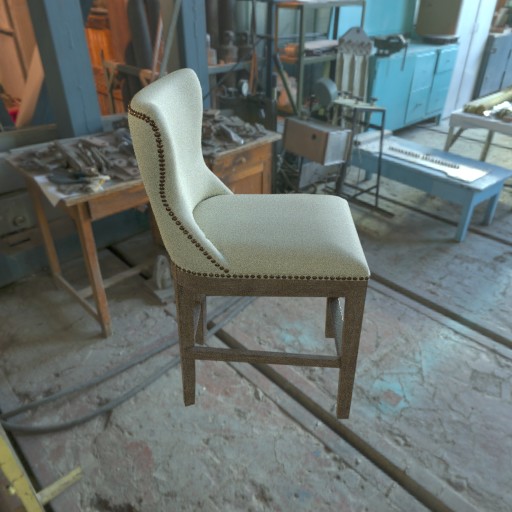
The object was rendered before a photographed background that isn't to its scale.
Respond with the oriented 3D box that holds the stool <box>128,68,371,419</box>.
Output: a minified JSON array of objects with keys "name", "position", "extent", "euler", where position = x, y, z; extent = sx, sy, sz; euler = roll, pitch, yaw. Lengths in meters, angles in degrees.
[{"name":"stool","position":[0.000,0.000,1.334],"extent":[0.608,0.981,0.498],"euler":[1,33,2]}]
